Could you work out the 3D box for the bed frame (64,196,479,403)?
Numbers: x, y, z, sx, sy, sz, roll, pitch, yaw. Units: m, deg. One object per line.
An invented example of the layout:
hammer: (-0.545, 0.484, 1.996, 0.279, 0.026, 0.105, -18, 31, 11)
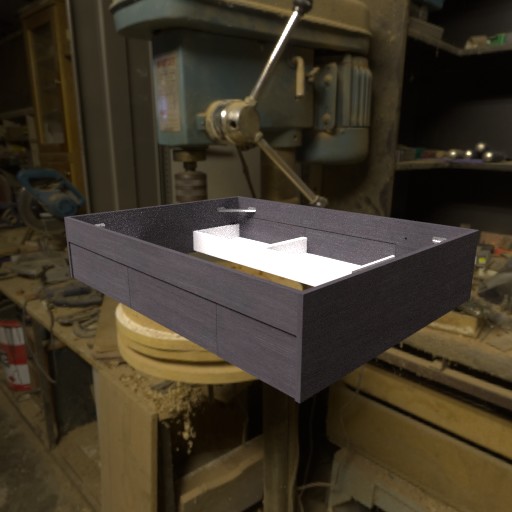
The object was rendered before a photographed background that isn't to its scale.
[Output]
bed frame: (0.000, 0.000, 2.619, 1.448, 0.459, 1.944, -14, 20, -42)
